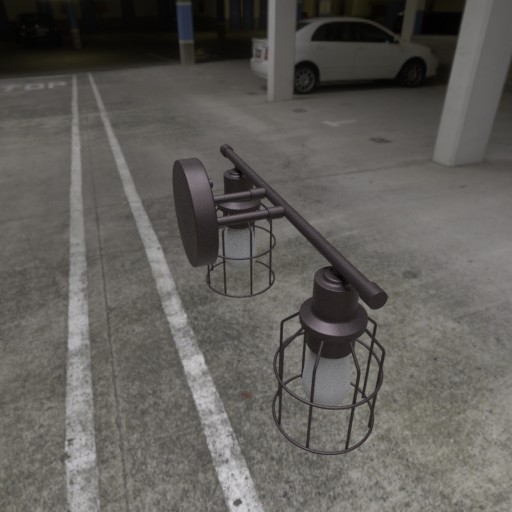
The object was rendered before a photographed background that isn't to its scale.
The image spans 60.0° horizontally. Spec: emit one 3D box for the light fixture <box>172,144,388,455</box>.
[{"bbox_3d":[0.000,0.000,0.537,0.165,0.254,0.406,-11,33,-17],"label":"light fixture"}]
